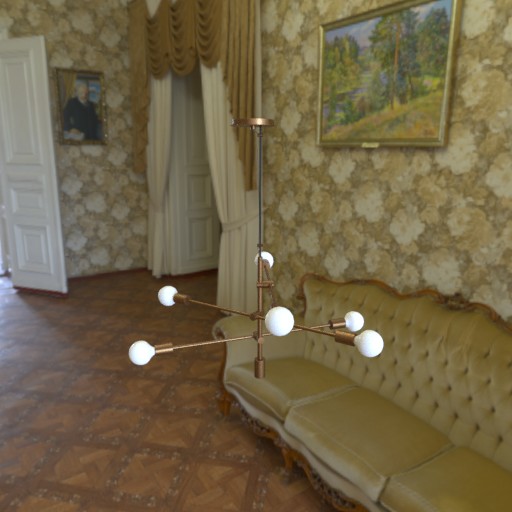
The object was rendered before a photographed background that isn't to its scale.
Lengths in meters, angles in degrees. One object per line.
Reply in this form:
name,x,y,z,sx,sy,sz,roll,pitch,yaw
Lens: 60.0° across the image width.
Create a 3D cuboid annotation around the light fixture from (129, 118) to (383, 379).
light fixture,0.000,0.000,1.267,0.682,0.744,0.637,2,13,8
